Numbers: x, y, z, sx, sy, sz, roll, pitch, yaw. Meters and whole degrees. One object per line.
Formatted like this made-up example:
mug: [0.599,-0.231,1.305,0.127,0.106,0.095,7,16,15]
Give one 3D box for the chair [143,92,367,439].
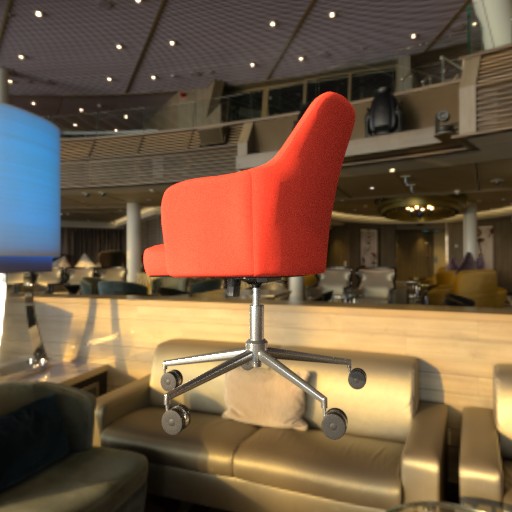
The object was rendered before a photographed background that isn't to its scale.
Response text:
chair: [0.000,0.000,1.293,0.600,0.820,0.655,0,0,18]
